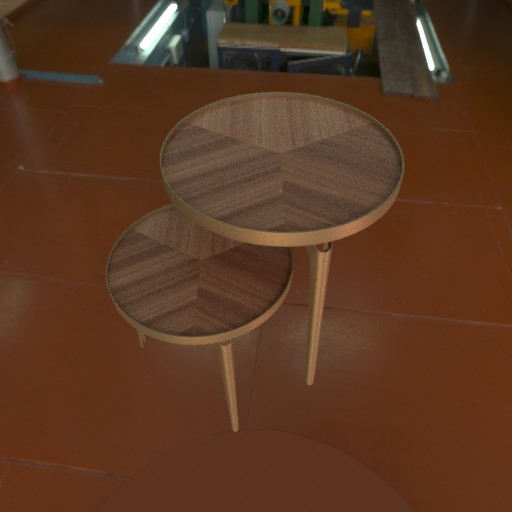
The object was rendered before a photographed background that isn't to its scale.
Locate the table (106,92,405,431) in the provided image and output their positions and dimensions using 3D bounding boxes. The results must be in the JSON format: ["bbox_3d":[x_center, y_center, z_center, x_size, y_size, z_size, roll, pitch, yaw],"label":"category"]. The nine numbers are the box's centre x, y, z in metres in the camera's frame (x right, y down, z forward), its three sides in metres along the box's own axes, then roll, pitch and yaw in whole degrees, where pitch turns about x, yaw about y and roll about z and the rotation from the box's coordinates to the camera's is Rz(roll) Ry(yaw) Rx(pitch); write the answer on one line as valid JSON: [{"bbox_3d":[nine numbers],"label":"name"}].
[{"bbox_3d":[0.000,0.000,1.137,0.532,0.555,0.751,33,55,27],"label":"table"}]
